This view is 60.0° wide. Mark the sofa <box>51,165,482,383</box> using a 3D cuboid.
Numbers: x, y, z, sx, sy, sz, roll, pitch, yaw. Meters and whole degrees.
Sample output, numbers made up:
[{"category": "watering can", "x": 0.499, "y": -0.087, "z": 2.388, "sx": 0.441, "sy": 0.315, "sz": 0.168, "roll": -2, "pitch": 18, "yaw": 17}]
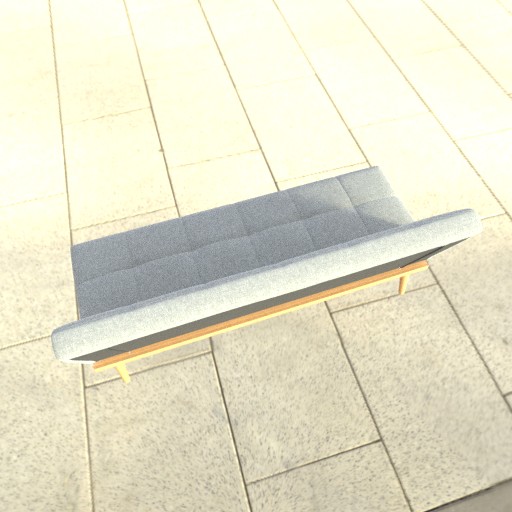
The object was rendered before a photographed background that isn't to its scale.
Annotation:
[{"category": "sofa", "x": 0.000, "y": 0.000, "z": 2.237, "sx": 1.820, "sy": 0.800, "sz": 0.800, "roll": -16, "pitch": 60, "yaw": -10}]
